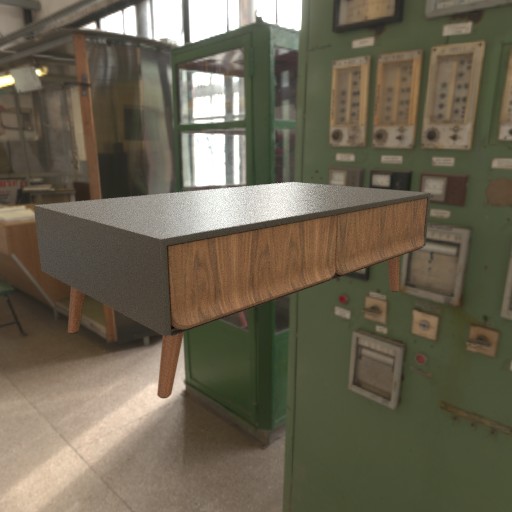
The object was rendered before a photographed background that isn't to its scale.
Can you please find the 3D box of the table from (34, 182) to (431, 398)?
[{"bbox_3d":[0.000,0.000,1.559,1.201,0.404,0.703,-14,20,-43],"label":"table"}]
